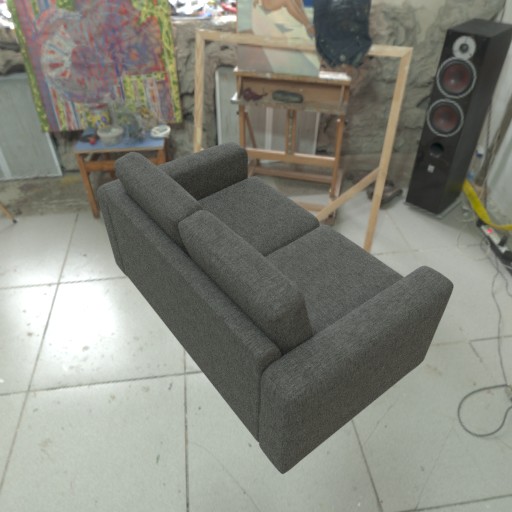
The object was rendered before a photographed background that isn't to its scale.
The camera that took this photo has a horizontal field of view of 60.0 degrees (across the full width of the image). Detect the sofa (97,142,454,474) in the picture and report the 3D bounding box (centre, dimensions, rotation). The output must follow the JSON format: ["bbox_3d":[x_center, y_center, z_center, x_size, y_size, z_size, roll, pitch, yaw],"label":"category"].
[{"bbox_3d":[0.000,0.000,2.079,0.900,0.800,1.520,-27,48,-27],"label":"sofa"}]
